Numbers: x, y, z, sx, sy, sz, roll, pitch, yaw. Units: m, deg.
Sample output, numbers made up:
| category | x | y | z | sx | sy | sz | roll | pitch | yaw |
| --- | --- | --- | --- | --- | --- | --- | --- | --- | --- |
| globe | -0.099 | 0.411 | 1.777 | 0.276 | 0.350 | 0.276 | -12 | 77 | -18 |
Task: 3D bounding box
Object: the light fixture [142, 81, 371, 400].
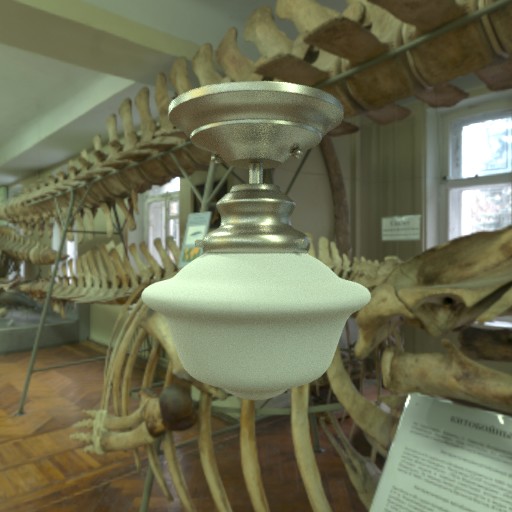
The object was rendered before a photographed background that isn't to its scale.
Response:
| category | x | y | z | sx | sy | sz | roll | pitch | yaw |
| --- | --- | --- | --- | --- | --- | --- | --- | --- | --- |
| light fixture | 0.000 | 0.000 | 0.396 | 0.199 | 0.254 | 0.199 | 0 | 0 | 0 |
